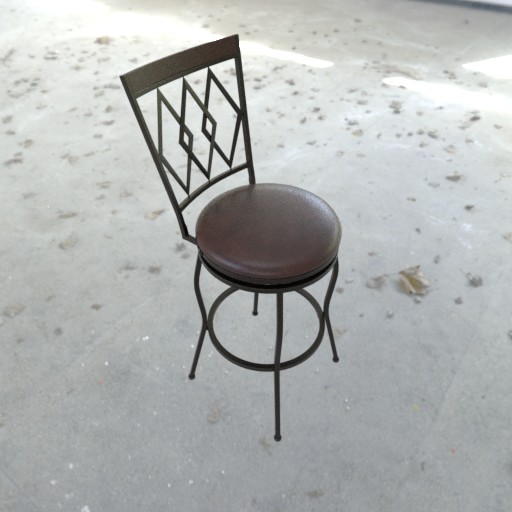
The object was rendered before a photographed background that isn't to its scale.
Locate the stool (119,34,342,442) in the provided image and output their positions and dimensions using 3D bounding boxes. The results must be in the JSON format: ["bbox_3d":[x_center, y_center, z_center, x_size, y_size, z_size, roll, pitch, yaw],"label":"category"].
[{"bbox_3d":[0.000,0.000,1.392,0.521,1.134,0.432,27,48,27],"label":"stool"}]
